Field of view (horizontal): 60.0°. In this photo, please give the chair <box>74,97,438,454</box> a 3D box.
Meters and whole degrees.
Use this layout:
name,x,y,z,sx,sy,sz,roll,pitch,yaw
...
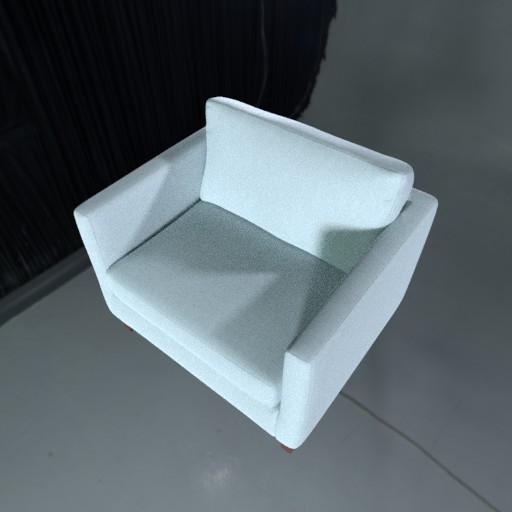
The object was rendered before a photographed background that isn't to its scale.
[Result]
name,x,y,z,sx,sy,sz,roll,pitch,yaw
chair,0.000,0.000,1.876,1.107,0.961,0.953,29,53,25
